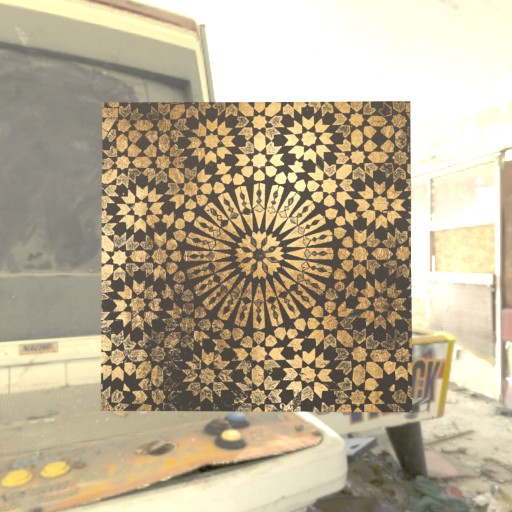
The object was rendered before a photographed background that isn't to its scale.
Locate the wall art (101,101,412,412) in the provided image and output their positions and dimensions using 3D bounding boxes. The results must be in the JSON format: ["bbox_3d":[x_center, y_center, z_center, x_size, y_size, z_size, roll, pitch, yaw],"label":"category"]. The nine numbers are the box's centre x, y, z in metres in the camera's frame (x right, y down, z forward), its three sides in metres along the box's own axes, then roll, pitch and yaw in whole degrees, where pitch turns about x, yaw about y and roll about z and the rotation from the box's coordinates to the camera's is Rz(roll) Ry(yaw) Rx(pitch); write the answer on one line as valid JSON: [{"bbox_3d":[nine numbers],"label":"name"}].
[{"bbox_3d":[0.000,0.000,0.597,0.405,0.405,0.038,0,-1,1],"label":"wall art"}]
